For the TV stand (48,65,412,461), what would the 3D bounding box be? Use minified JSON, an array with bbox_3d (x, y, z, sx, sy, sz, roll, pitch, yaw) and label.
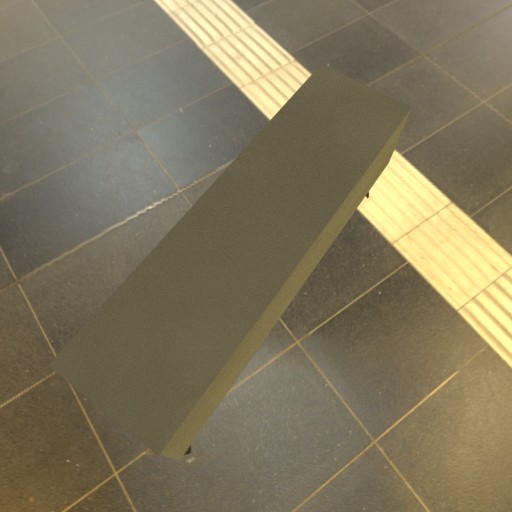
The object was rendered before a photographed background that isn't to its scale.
[{"bbox_3d":[0.000,0.000,1.638,0.400,0.560,1.400,32,67,15],"label":"TV stand"}]
